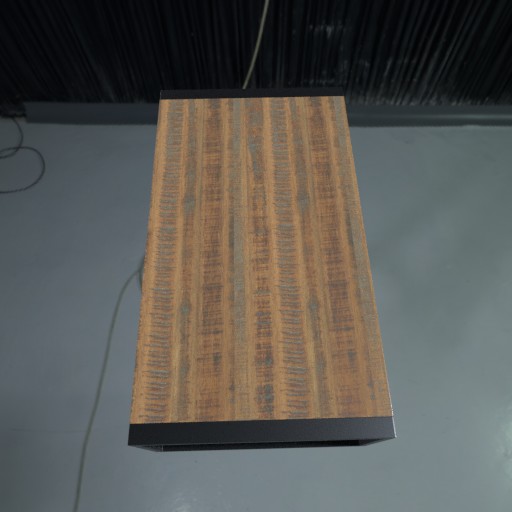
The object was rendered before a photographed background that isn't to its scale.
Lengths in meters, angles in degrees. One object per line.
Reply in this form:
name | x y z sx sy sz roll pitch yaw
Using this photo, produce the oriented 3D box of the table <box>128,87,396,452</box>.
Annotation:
table | 0.000 0.000 1.712 0.750 0.400 1.350 -1 64 -1
